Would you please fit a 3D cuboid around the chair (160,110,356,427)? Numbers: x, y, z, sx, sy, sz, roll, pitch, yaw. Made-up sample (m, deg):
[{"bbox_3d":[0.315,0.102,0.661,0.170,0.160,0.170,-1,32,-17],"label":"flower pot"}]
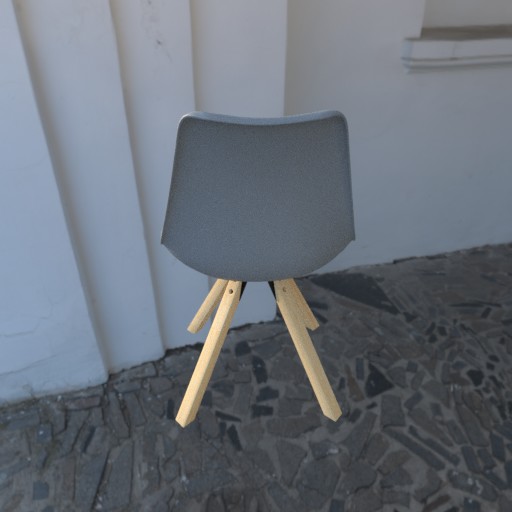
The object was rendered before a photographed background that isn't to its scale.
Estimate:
[{"bbox_3d":[0.000,0.000,1.155,0.485,0.850,0.549,-1,31,-2],"label":"chair"}]
